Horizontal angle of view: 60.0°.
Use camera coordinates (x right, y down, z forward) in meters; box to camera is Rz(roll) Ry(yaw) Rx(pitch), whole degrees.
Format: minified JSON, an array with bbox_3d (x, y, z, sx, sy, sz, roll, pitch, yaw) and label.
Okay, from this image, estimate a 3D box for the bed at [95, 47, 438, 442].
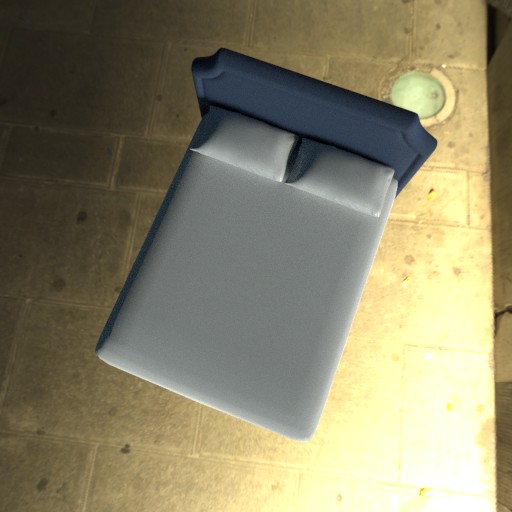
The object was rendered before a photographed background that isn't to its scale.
[{"bbox_3d":[0.000,0.000,3.279,1.831,1.297,2.260,21,77,5],"label":"bed"}]
